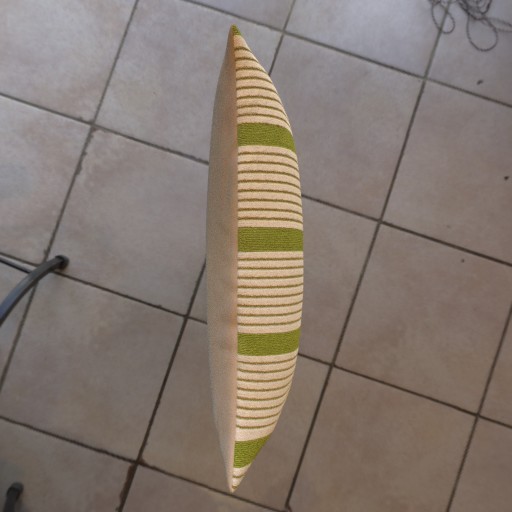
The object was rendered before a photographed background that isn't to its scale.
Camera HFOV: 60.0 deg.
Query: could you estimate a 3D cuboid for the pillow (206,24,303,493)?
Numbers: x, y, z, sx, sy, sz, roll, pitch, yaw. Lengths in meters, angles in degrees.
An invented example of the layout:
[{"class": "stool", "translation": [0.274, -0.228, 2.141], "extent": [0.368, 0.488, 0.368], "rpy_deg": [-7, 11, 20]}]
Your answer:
[{"class": "pillow", "translation": [0.000, 0.000, 0.713], "extent": [0.156, 0.292, 0.608], "rpy_deg": [0, 89, 0]}]
